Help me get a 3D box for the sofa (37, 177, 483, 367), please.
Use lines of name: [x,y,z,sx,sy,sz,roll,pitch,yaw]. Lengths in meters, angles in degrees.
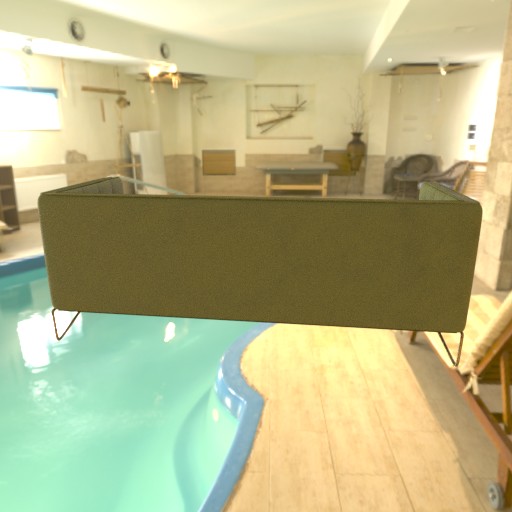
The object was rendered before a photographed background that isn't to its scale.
sofa: [0.000,0.000,2.504,2.087,0.789,0.867,2,16,7]
